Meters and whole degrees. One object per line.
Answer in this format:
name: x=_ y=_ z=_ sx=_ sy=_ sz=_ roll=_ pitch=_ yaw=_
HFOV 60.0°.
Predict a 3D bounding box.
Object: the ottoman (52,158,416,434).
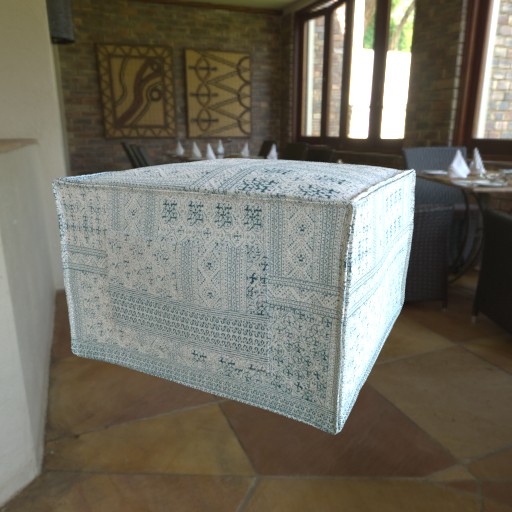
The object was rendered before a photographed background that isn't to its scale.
ottoman: x=0.000 y=0.000 z=1.045 sx=0.617 sy=0.439 sz=0.626 roll=8 pitch=17 yaw=26
